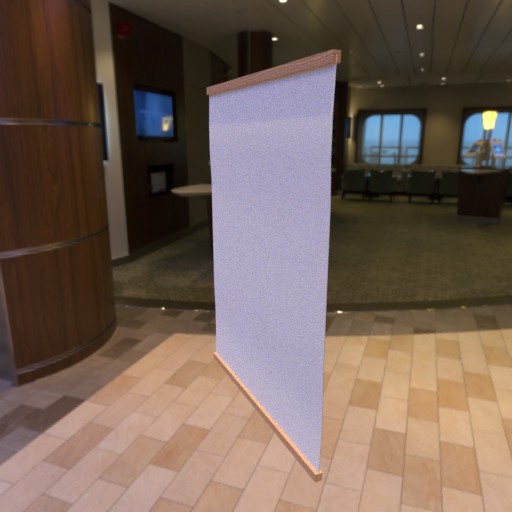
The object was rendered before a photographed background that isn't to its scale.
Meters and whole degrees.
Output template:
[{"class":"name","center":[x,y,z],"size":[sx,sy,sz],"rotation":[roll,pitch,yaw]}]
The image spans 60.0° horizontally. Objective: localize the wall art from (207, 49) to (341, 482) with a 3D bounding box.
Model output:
[{"class":"wall art","center":[0.000,0.000,1.326],"size":[0.020,1.016,0.739],"rotation":[-7,16,-25]}]
